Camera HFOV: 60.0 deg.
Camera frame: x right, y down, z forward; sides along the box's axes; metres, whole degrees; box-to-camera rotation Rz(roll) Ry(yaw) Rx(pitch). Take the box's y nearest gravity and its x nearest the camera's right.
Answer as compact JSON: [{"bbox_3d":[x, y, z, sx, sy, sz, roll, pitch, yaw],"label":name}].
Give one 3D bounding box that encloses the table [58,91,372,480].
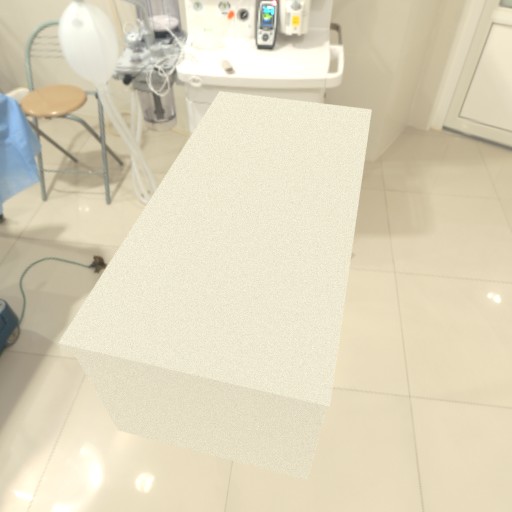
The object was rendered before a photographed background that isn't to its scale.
[{"bbox_3d":[0.000,0.000,1.263,0.500,0.441,1.000,10,48,10],"label":"table"}]
